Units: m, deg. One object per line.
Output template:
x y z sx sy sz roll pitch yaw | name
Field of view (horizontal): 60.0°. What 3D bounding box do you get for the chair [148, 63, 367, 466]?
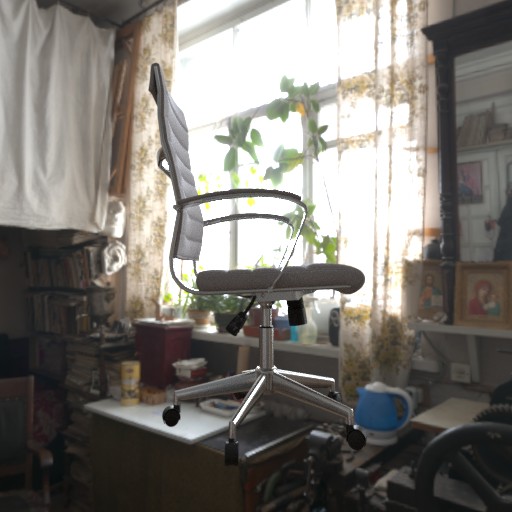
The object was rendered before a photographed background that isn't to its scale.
0.000 0.000 1.521 0.667 1.149 0.679 0 -2 1 | chair
